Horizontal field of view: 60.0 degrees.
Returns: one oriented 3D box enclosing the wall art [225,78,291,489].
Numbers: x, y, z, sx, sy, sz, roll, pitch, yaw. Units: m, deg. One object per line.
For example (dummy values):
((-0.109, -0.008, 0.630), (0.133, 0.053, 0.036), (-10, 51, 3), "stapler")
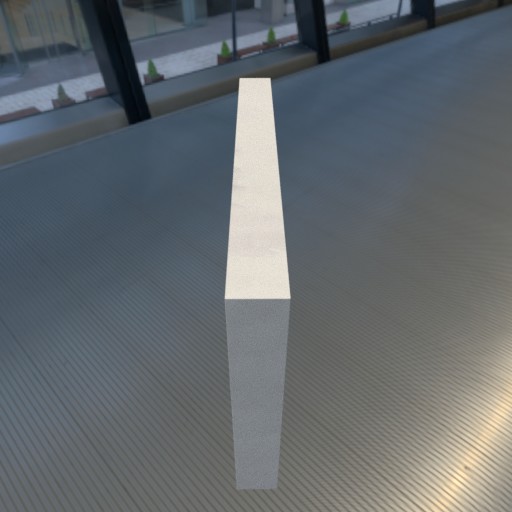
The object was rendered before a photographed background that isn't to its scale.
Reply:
((0.000, 0.000, 0.482), (0.038, 0.254, 0.381), (0, 40, 0), "wall art")
